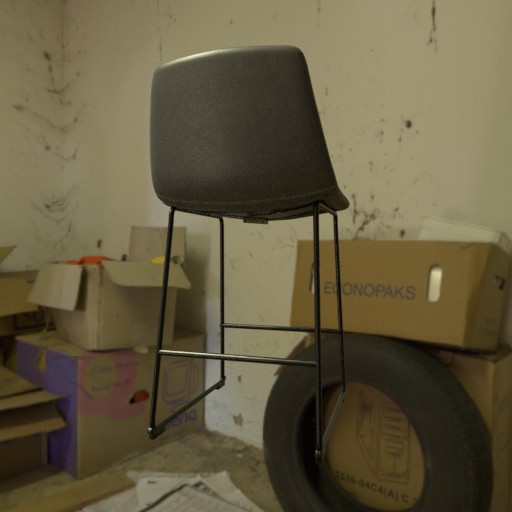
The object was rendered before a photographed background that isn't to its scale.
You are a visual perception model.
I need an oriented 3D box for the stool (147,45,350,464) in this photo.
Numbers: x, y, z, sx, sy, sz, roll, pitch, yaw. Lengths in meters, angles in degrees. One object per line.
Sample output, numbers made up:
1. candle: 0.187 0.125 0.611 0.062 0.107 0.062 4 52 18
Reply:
1. stool: 0.000 0.000 1.183 0.470 0.876 0.546 0 1 18
